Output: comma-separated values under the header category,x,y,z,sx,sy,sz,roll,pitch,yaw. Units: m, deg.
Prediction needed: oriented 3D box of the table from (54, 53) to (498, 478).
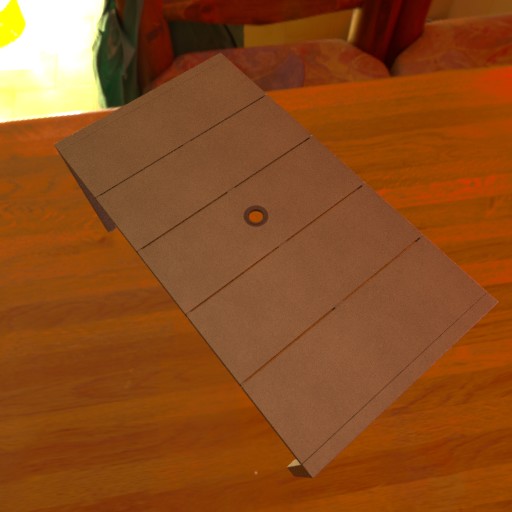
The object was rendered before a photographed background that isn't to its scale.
category,x,y,z,sx,sy,sz,roll,pitch,yaw
table,0.000,0.000,2.101,0.914,0.735,1.680,-36,69,-16
